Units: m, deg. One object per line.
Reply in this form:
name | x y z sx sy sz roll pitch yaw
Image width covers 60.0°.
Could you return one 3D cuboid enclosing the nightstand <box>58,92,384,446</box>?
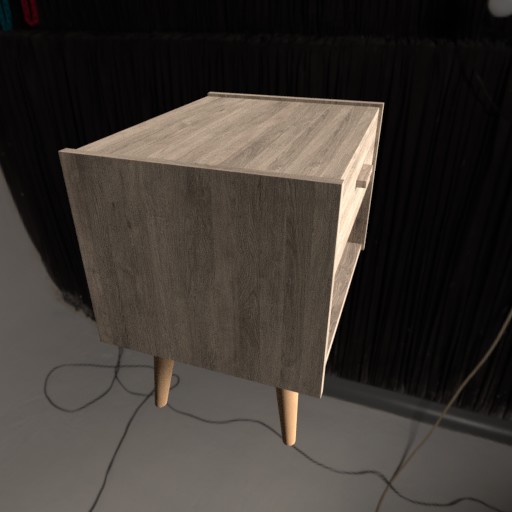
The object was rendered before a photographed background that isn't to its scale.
nightstand | 0.000 0.000 0.845 0.380 0.500 0.480 10 31 17
